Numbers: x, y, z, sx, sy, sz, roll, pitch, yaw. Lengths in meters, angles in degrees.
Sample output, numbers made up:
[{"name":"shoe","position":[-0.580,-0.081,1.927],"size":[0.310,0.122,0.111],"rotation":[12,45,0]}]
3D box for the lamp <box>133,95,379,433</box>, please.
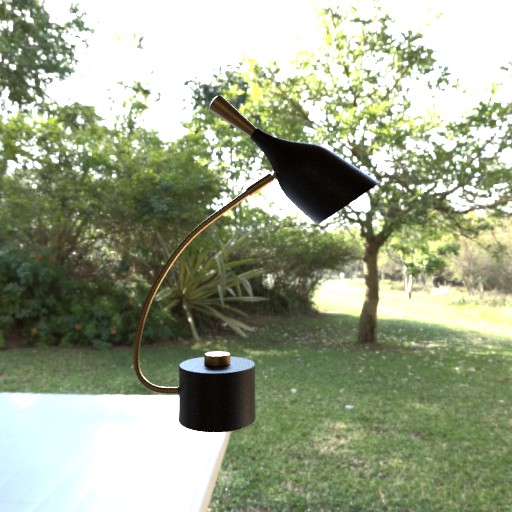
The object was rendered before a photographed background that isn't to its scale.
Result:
[{"name":"lamp","position":[0.000,0.000,0.638],"size":[0.352,0.464,0.110],"rotation":[0,-1,0]}]
